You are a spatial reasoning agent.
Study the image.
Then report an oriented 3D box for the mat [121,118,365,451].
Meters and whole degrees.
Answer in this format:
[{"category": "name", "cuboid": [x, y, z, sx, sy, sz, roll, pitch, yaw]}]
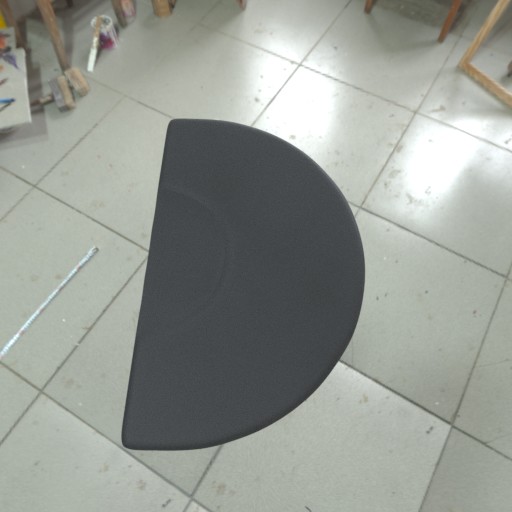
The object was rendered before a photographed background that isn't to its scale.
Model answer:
[{"category": "mat", "cuboid": [0.000, 0.000, 1.872, 0.917, 0.016, 1.525, 1, 63, 1]}]
